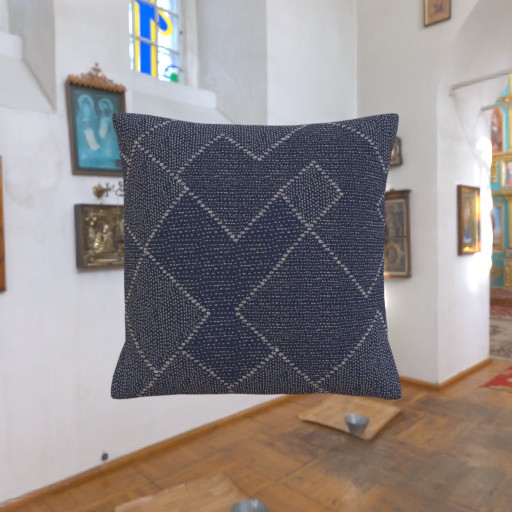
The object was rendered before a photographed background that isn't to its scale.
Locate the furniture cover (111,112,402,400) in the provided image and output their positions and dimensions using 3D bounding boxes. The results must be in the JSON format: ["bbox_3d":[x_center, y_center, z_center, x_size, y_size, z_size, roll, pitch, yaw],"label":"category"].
[{"bbox_3d":[0.000,0.000,0.780,0.511,0.503,0.162,0,1,0],"label":"furniture cover"}]
